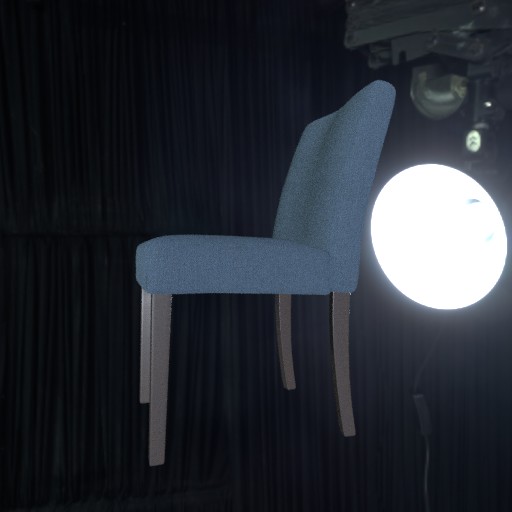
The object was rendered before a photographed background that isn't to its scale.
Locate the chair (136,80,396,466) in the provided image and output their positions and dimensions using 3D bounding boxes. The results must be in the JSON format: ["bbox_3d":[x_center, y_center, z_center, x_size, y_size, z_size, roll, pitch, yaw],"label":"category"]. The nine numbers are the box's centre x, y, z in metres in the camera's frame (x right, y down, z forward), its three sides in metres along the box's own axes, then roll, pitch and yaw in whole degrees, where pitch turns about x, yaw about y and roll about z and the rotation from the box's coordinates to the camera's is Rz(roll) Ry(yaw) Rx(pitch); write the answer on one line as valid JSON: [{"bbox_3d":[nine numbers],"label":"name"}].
[{"bbox_3d":[0.000,0.000,1.225,0.629,0.882,0.487,0,0,-17],"label":"chair"}]
